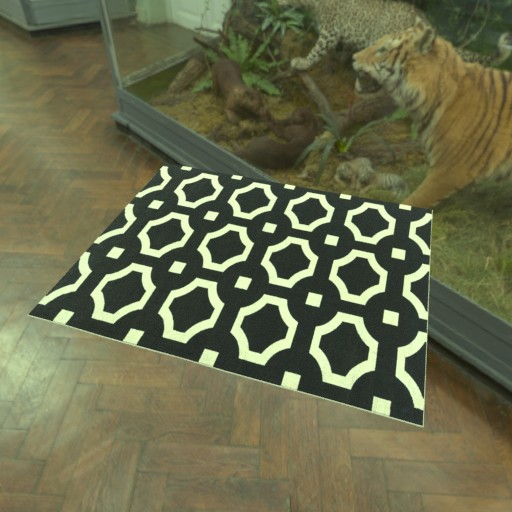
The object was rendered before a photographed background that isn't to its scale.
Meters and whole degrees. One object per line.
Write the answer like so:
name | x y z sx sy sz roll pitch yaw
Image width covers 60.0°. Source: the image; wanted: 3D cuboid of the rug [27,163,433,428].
rug | 0.000 0.000 4.060 3.049 0.021 2.466 12 44 13
